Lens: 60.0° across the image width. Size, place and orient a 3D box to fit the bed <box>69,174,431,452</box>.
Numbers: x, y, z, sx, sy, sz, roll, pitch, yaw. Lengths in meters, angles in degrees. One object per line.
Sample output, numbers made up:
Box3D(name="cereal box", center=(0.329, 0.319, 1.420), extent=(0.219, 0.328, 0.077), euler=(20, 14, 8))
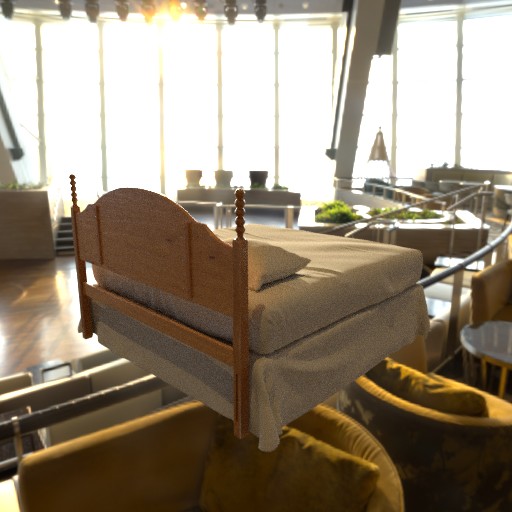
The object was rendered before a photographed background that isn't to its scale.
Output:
Box3D(name="bed", center=(0.000, 0.000, 3.672), extent=(2.322, 1.355, 2.219), euler=(13, 19, 43))
